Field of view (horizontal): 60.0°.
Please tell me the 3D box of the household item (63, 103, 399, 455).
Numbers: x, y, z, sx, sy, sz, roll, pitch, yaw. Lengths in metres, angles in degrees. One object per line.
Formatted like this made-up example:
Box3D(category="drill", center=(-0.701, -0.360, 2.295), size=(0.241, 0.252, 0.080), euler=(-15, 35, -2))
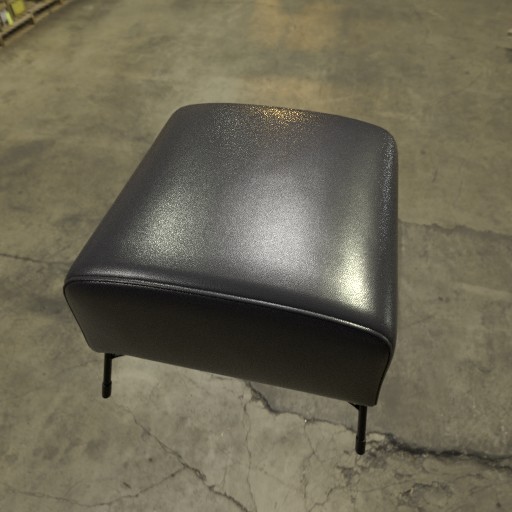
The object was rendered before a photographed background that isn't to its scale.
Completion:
Box3D(category="household item", center=(0.000, 0.000, 0.883), size=(0.530, 0.410, 0.530), euler=(9, 48, 8))
